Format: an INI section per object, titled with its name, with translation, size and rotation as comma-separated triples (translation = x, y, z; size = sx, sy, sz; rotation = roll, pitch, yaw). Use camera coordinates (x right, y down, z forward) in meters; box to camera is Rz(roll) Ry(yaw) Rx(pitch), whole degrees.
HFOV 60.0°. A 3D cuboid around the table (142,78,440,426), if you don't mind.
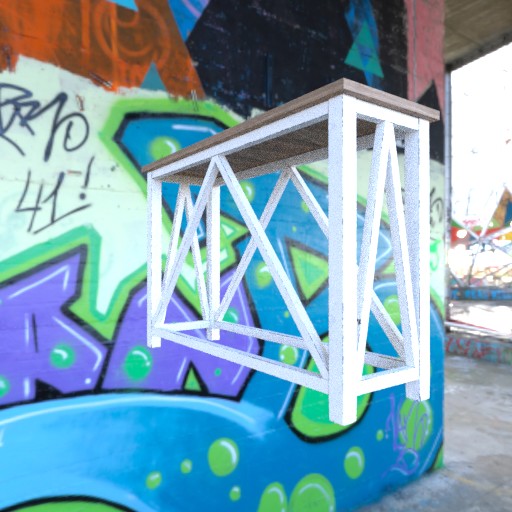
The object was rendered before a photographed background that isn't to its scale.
[table]
translation = 0.000, 0.000, 1.862
size = 0.450, 0.930, 1.400
rotation = 0, -1, -36
